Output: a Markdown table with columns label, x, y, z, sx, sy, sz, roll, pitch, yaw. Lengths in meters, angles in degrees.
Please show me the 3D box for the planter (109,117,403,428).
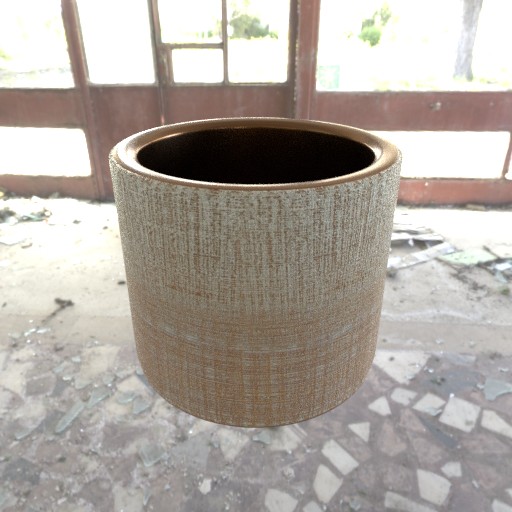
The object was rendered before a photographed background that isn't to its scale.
| label | x | y | z | sx | sy | sz | roll | pitch | yaw |
| --- | --- | --- | --- | --- | --- | --- | --- | --- | --- |
| planter | 0.000 | 0.000 | 0.189 | 0.109 | 0.096 | 0.109 | 0 | 28 | 0 |
